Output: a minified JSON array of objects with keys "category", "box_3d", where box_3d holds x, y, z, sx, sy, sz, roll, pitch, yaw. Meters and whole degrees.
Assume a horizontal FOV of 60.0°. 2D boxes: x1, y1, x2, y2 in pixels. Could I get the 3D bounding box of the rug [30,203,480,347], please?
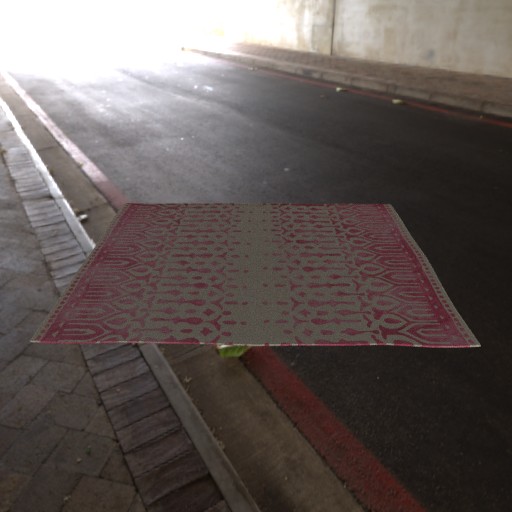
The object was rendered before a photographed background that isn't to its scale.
[{"category":"rug","box_3d":[0.000,0.000,4.053,3.095,0.016,2.441,0,30,1]}]
